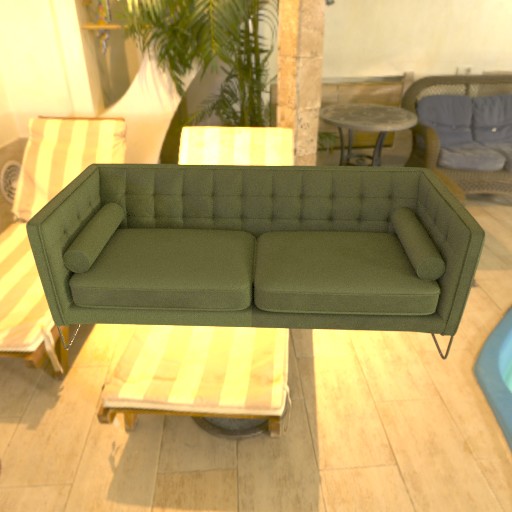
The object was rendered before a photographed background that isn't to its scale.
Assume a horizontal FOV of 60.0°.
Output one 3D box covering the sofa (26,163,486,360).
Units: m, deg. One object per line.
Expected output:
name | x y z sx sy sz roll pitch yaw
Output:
sofa | 0.000 0.000 2.512 2.087 0.789 0.867 1 30 2
